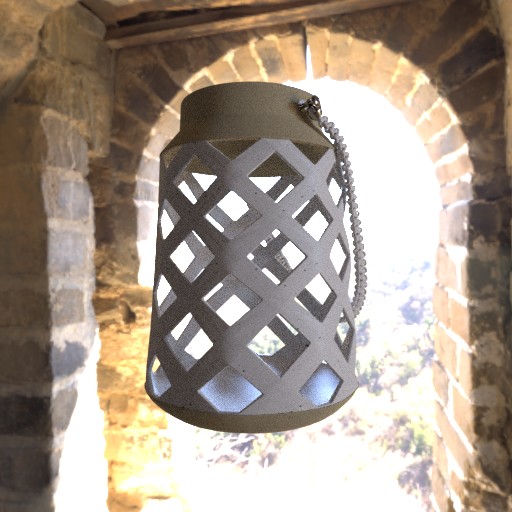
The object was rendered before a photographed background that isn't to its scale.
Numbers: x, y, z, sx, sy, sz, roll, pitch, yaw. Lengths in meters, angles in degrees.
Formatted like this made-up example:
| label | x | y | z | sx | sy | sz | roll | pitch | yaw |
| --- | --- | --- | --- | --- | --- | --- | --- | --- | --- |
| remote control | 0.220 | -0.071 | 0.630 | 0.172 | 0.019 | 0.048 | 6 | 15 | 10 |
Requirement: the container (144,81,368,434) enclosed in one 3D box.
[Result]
| label | x | y | z | sx | sy | sz | roll | pitch | yaw |
| --- | --- | --- | --- | --- | --- | --- | --- | --- | --- |
| container | 0.000 | 0.000 | 0.400 | 0.198 | 0.264 | 0.188 | 0 | 0 | -36 |
